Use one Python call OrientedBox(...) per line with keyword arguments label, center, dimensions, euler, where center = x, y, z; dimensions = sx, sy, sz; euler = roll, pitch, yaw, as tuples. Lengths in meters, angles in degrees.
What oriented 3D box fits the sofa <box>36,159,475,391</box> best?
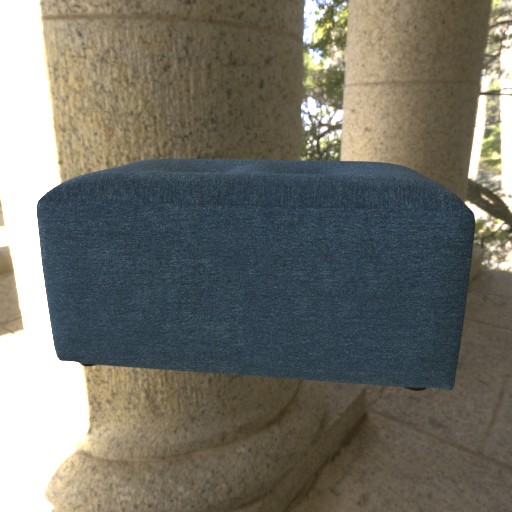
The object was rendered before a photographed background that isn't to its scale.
OrientedBox(label="sofa", center=(0.000, 0.000, 1.168), dimensions=(0.930, 0.470, 0.480), euler=(2, 18, 7))
